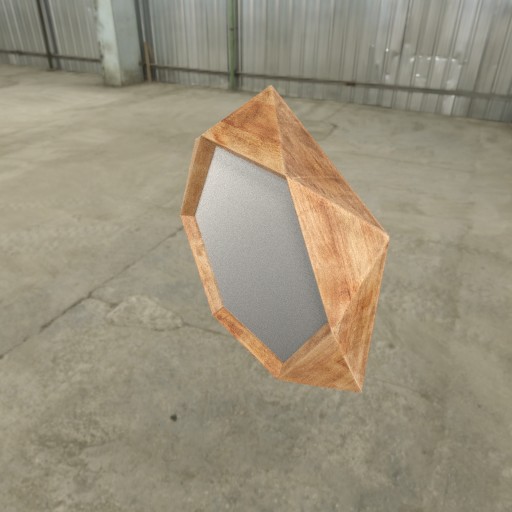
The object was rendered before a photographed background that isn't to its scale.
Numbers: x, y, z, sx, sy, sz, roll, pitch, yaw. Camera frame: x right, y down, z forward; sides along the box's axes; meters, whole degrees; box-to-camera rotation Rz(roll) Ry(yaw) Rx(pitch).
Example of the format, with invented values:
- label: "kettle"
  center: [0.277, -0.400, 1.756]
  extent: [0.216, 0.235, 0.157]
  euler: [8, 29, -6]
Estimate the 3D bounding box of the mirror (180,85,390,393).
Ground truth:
- label: "mirror"
  center: [0.000, 0.000, 1.074]
  extent: [0.091, 0.779, 0.675]
  euler: [-21, 38, -30]
